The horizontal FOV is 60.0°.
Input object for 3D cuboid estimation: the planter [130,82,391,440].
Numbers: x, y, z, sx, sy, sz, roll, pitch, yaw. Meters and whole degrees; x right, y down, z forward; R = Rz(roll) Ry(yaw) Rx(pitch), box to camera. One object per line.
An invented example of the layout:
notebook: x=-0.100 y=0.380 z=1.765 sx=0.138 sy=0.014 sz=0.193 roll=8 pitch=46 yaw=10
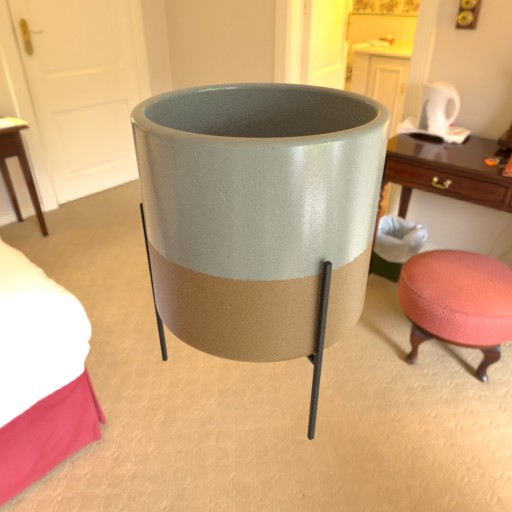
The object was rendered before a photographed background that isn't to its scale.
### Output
planter: x=0.000 y=0.000 z=0.723 sx=0.360 sy=0.480 sz=0.348 roll=2 pitch=31 yaw=3
